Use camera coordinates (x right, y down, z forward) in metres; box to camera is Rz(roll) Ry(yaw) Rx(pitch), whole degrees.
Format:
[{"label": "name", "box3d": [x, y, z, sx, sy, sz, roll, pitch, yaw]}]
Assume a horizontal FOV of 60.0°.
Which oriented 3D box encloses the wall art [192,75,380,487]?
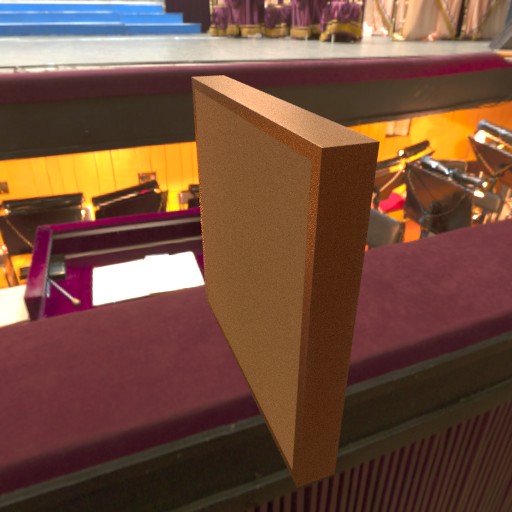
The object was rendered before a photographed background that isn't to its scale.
[{"label": "wall art", "box3d": [0.000, 0.000, 0.450, 0.038, 0.305, 0.306, -11, 31, -18]}]
